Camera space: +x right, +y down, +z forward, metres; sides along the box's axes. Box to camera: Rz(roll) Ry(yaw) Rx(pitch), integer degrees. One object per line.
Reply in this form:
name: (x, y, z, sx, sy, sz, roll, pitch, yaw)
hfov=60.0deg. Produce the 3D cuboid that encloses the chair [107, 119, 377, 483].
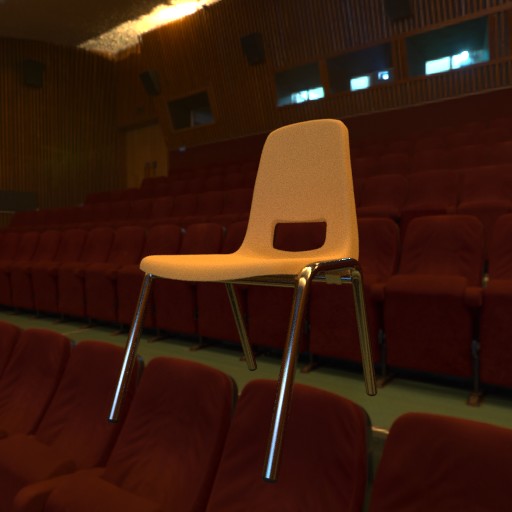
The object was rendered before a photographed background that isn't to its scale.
chair: (0.000, 0.000, 0.839, 0.354, 0.586, 0.423, 1, 2, 35)
